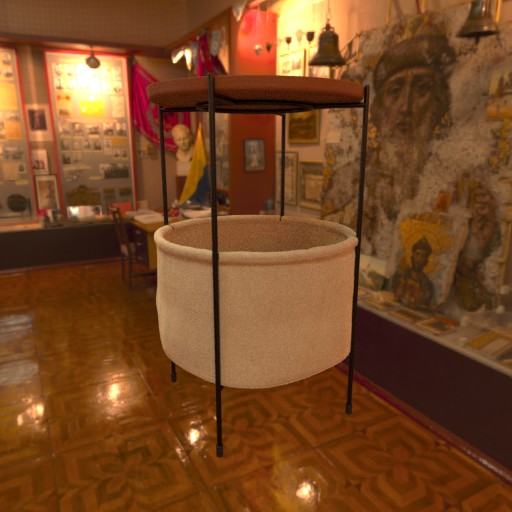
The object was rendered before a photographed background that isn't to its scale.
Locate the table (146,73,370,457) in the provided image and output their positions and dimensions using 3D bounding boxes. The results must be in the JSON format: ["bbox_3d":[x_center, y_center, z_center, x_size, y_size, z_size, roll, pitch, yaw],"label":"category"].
[{"bbox_3d":[0.000,0.000,0.880,0.393,0.623,0.393,-7,16,-26],"label":"table"}]
